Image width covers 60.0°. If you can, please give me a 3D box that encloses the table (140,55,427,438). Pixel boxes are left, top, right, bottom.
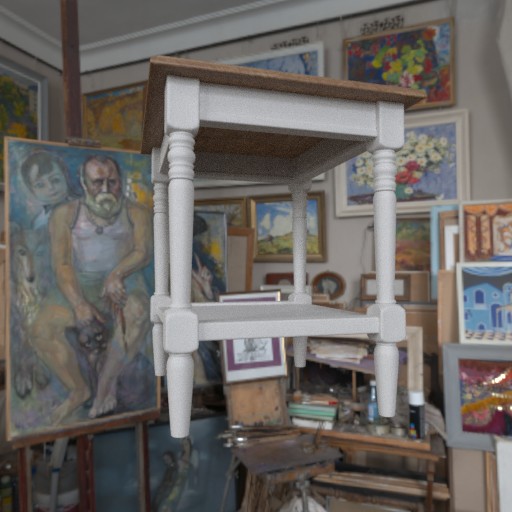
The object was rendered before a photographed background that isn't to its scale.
[{"bbox_3d":[0.000,0.000,0.923,0.457,0.561,0.508,1,-2,-16],"label":"table"}]
